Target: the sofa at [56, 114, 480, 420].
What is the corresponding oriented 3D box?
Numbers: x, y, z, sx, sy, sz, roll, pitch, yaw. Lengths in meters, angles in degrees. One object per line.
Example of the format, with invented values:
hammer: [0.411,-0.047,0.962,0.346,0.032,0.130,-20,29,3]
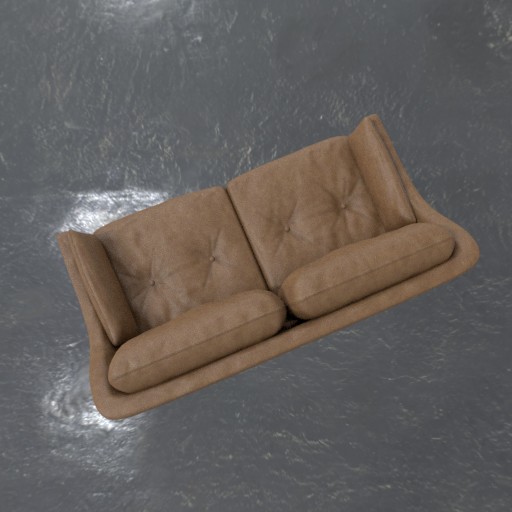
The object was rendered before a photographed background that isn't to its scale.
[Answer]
sofa: [0.000,0.000,2.206,1.731,0.886,0.981,-22,77,-5]
